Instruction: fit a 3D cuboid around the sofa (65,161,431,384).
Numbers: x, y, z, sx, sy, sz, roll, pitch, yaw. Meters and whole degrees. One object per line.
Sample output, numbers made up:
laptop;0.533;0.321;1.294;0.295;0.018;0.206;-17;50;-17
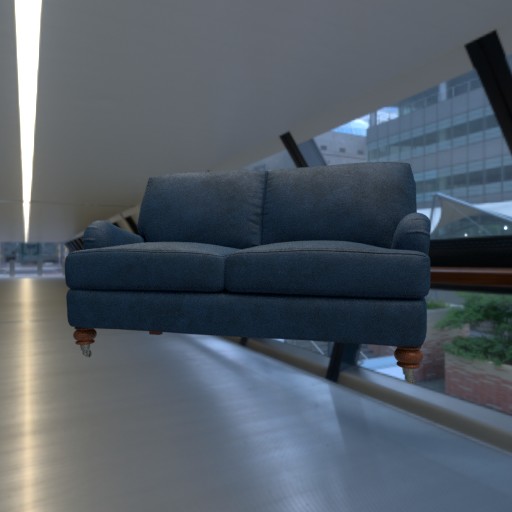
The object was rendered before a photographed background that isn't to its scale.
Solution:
sofa;0.000;0.000;2.552;1.853;1.101;1.084;0;0;17
